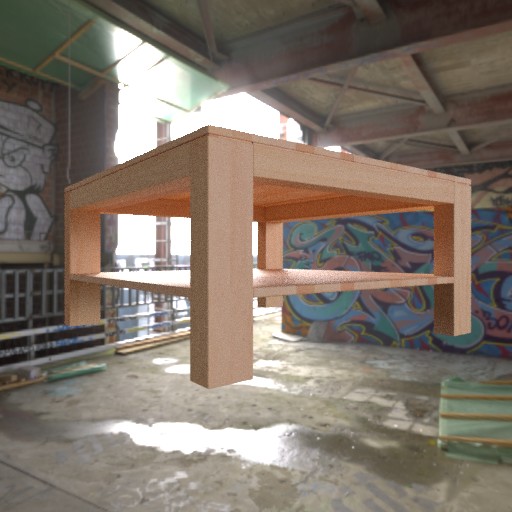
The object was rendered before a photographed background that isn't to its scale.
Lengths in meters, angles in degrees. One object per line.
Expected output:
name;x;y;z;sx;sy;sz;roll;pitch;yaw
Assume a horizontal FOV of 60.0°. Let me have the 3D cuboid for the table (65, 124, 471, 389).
table;0.000;0.000;1.381;0.900;0.450;0.900;0;0;-38
